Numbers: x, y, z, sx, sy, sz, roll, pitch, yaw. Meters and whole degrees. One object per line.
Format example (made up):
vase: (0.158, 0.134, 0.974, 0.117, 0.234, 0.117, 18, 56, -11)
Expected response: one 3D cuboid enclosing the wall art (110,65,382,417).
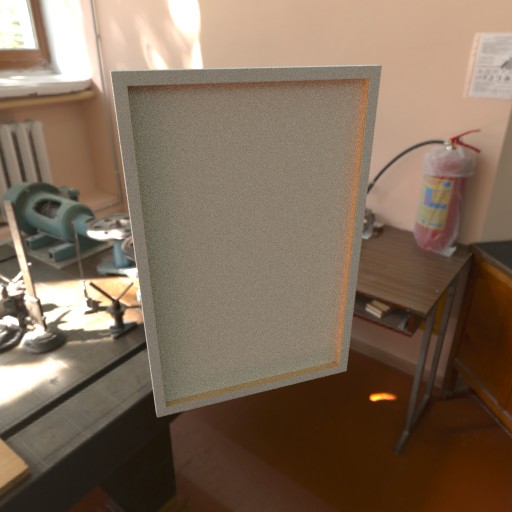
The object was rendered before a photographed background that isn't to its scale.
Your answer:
wall art: (0.000, 0.000, 1.164, 0.607, 0.912, 0.038, -9, 28, -17)
